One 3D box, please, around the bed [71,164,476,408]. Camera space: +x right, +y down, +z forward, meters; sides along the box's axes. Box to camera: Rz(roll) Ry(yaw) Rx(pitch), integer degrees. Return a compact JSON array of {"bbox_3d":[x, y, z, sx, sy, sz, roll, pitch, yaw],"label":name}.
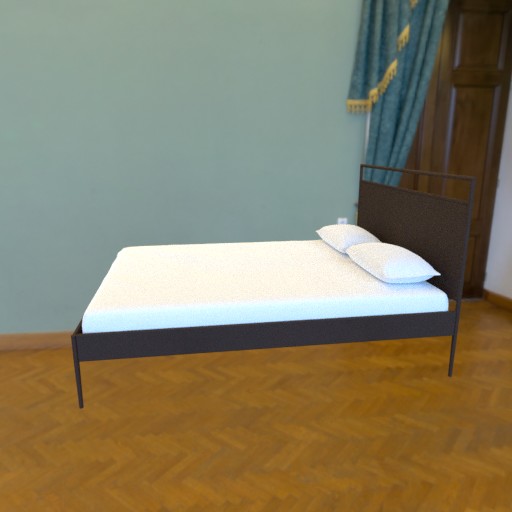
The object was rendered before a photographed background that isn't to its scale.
[{"bbox_3d":[0.000,0.000,3.080,2.122,1.173,1.572,-2,14,-9],"label":"bed"}]
